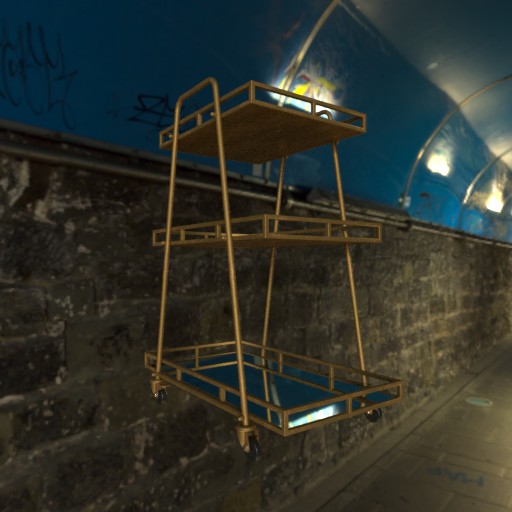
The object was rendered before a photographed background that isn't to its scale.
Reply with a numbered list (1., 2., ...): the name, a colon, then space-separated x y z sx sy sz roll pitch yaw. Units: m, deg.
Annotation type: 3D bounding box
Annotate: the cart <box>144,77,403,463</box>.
1. cart: 0.000 0.000 1.274 0.441 0.883 0.711 1 -1 -36
